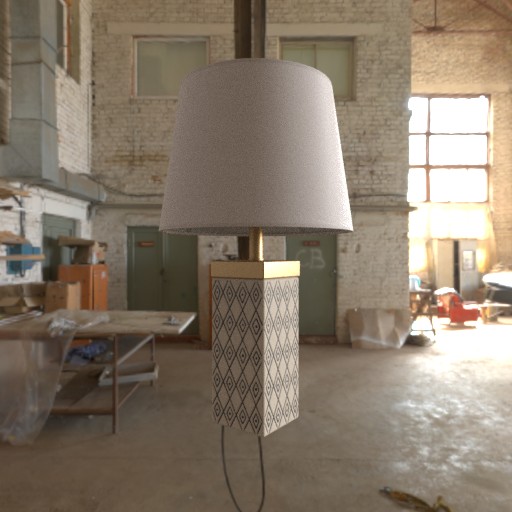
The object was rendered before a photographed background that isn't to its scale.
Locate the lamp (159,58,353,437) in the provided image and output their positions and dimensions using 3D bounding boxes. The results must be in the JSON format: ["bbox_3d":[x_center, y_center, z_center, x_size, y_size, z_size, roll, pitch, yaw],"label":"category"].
[{"bbox_3d":[0.000,0.000,0.586,0.251,0.435,0.251,0,0,0],"label":"lamp"}]
